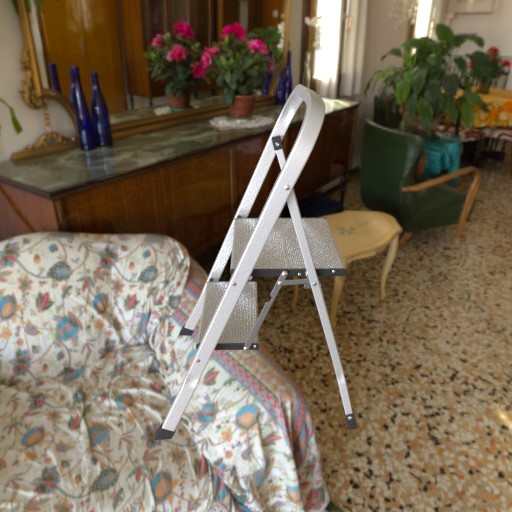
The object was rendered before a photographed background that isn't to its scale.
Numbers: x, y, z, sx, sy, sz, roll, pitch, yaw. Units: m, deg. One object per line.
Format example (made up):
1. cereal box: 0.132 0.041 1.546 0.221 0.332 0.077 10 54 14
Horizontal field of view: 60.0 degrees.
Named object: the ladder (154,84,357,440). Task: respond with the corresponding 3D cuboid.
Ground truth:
1. ladder: 0.000 0.000 1.167 0.530 0.830 0.465 0 27 0
